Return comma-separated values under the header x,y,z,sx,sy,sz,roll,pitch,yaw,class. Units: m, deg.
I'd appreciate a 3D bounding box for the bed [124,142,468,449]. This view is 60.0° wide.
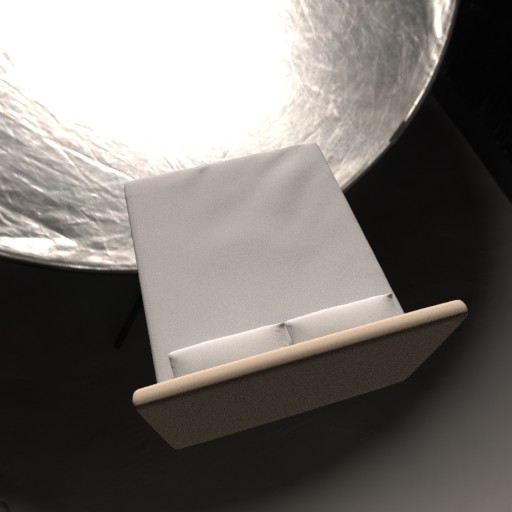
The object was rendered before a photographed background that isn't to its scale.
x,y,z,sx,sy,sz,roll,pitch,yaw,class
0.000,0.000,3.324,1.884,1.330,2.142,-14,59,-8,bed
